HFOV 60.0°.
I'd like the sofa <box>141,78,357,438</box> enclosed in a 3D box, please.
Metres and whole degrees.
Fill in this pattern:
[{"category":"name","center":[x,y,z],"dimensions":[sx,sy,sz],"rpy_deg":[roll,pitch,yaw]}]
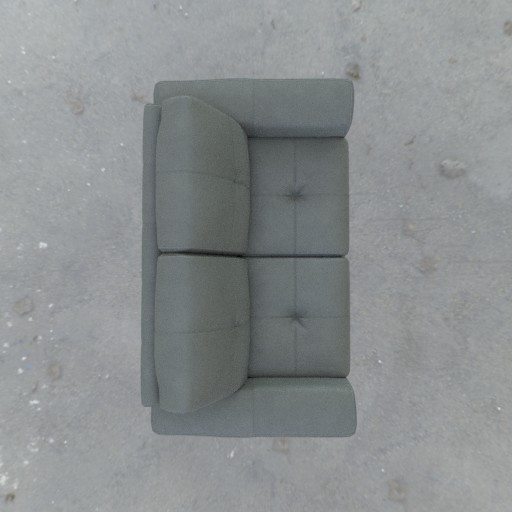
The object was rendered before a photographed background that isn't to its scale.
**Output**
[{"category":"sofa","center":[0.000,0.000,2.273],"dimensions":[1.018,0.907,1.806],"rpy_deg":[0,88,0]}]
